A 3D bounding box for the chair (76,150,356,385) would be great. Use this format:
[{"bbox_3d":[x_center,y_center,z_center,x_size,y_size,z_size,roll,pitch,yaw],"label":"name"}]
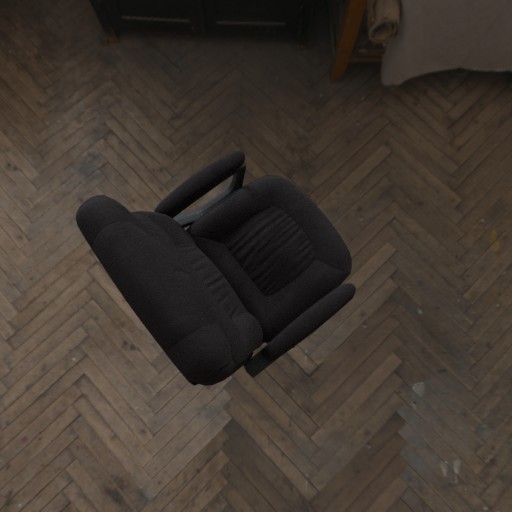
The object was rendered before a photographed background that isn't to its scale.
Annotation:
[{"bbox_3d":[0.000,0.000,1.514,0.724,1.105,0.667,-37,79,-8],"label":"chair"}]
